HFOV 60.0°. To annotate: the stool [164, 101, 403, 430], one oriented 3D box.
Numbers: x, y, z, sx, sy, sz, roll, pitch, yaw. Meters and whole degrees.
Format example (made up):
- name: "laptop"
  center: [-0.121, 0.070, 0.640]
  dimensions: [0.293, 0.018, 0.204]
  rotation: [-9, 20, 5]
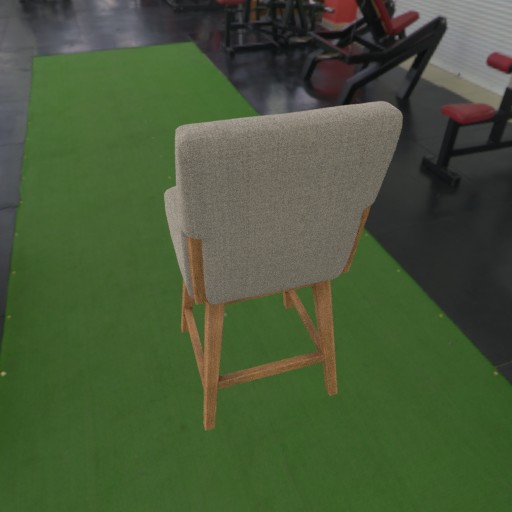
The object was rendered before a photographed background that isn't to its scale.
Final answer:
- name: "stool"
  center: [0.000, 0.000, 1.283]
  dimensions: [0.459, 1.010, 0.526]
  rotation: [-11, 40, -13]
